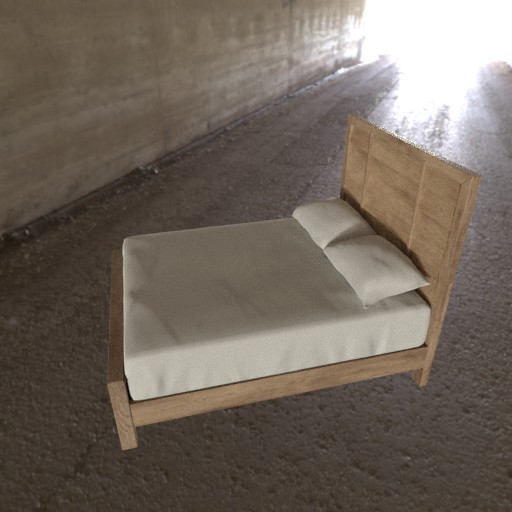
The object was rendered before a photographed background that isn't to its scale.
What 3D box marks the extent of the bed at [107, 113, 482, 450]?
[{"bbox_3d":[0.000,0.000,3.324,2.197,1.626,1.626,-7,31,-13],"label":"bed"}]
